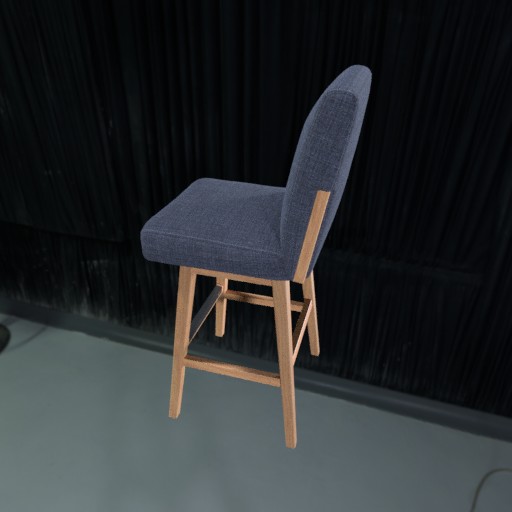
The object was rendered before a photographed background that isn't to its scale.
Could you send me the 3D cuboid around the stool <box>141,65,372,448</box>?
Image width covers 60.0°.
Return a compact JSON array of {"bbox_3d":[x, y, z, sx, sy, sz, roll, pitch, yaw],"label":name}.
[{"bbox_3d":[0.000,0.000,1.410,0.570,1.112,0.483,8,31,14],"label":"stool"}]
